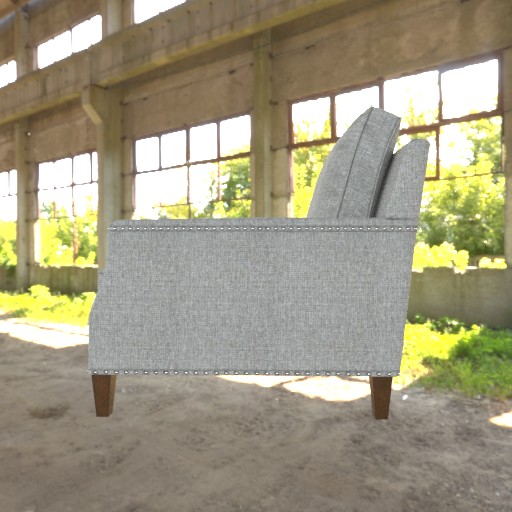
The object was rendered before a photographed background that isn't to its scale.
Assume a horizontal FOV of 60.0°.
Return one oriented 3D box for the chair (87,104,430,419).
[{"bbox_3d":[0.000,0.000,1.685,1.014,0.943,0.853,0,0,1],"label":"chair"}]
